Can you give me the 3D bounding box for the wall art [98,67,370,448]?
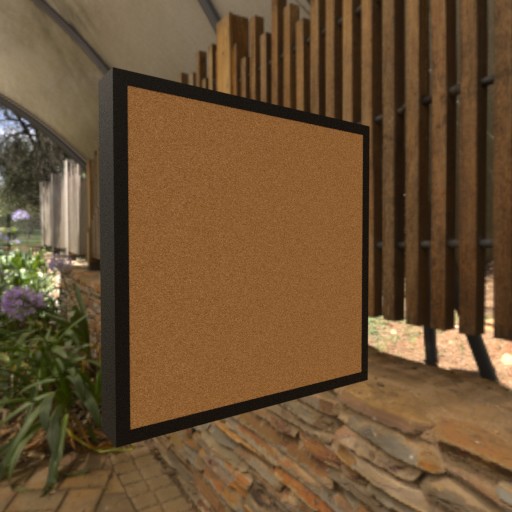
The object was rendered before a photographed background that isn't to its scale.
[{"bbox_3d":[0.000,0.000,0.457,0.305,0.304,0.038,-1,2,-36],"label":"wall art"}]
